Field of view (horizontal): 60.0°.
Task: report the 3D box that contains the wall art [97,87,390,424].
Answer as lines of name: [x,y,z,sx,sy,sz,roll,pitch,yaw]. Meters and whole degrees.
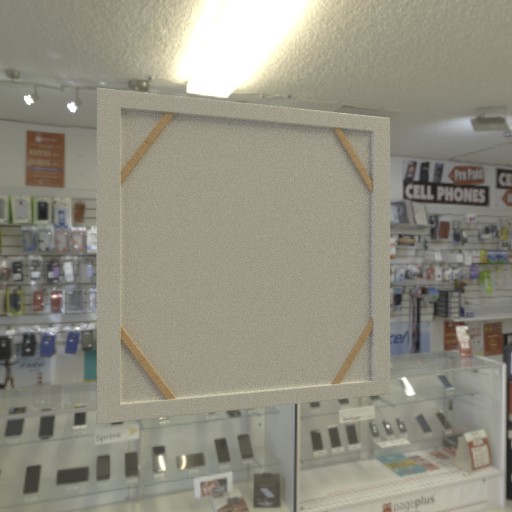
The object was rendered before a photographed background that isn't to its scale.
wall art: [0.000,0.000,1.617,1.092,1.091,0.051,0,0,-17]
